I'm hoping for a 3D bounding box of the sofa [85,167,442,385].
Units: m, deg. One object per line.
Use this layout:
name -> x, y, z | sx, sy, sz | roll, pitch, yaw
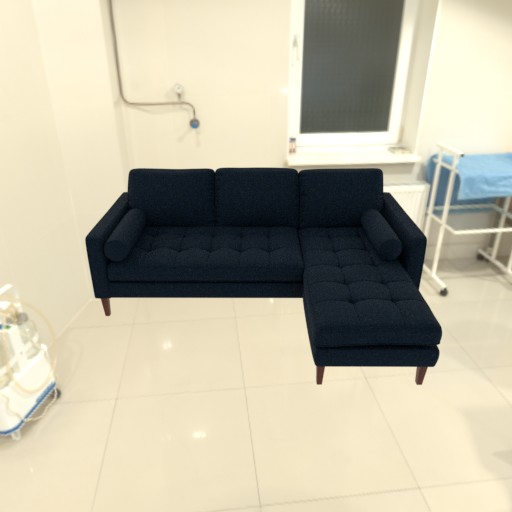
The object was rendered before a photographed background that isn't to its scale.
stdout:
sofa -> 0.000, 0.000, 2.948 | 2.185, 0.841, 1.613 | 0, 27, 0
